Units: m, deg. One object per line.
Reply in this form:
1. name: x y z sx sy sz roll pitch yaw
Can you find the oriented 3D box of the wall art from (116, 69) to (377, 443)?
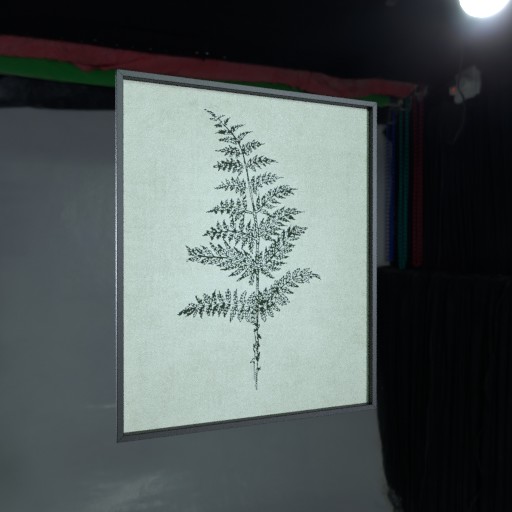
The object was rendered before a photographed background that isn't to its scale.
1. wall art: 0.000 0.000 0.747 0.449 0.555 0.039 0 0 -19
